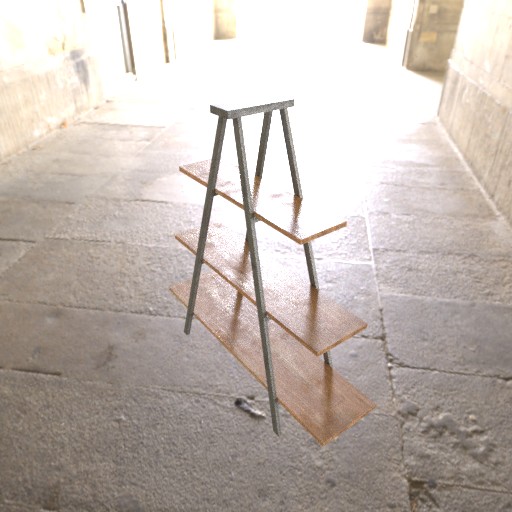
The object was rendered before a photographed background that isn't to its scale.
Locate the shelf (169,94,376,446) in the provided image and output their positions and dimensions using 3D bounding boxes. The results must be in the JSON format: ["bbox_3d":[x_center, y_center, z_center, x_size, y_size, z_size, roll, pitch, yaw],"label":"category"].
[{"bbox_3d":[0.000,0.000,2.688,0.508,1.808,1.746,-22,38,-31],"label":"shelf"}]
